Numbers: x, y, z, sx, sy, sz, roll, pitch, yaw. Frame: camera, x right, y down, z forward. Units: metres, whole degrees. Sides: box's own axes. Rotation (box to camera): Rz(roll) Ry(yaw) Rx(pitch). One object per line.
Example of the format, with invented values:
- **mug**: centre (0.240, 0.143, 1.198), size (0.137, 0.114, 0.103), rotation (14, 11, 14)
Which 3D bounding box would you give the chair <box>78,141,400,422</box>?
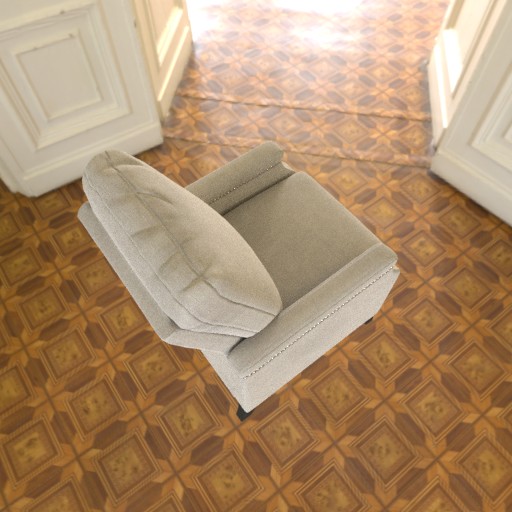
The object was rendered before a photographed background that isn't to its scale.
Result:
- **chair**: centre (0.000, 0.000, 1.618), size (0.922, 1.049, 0.710), rotation (-33, 64, -19)
